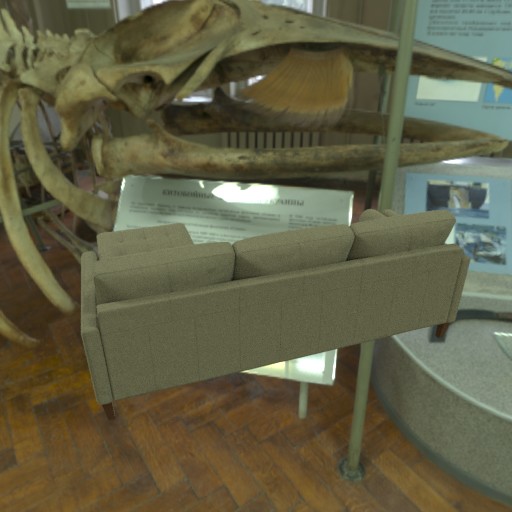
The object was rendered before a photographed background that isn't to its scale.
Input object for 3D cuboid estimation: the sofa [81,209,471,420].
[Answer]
[{"bbox_3d":[0.000,0.000,2.987,2.178,0.875,1.506,-9,29,-17],"label":"sofa"}]
